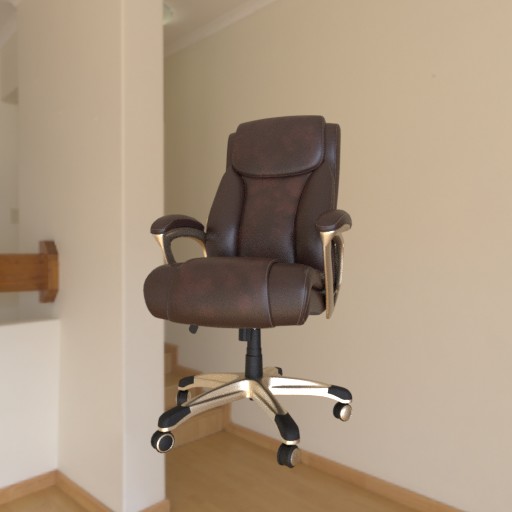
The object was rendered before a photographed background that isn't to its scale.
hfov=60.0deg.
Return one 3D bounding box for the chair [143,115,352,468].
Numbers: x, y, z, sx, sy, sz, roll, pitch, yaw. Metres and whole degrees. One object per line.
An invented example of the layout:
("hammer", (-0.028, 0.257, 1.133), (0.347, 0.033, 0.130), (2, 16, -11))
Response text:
("chair", (0.000, 0.000, 1.617), (0.692, 1.194, 0.749), (0, 0, 18))
